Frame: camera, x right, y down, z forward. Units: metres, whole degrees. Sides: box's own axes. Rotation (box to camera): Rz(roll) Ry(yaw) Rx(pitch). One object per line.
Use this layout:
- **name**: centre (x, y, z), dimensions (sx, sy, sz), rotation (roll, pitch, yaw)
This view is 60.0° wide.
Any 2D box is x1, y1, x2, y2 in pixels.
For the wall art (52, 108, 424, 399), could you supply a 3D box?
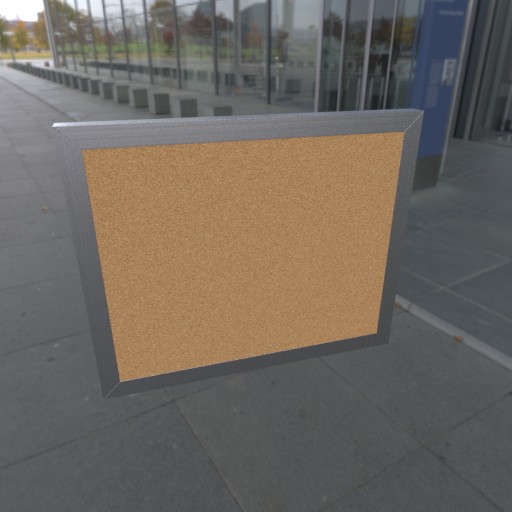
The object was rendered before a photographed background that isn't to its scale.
- **wall art**: centre (0.000, 0.000, 0.752), dimensions (0.557, 0.456, 0.032), rotation (-7, 26, -15)
